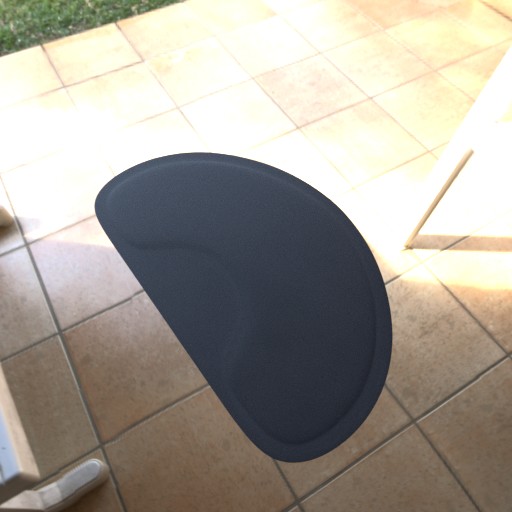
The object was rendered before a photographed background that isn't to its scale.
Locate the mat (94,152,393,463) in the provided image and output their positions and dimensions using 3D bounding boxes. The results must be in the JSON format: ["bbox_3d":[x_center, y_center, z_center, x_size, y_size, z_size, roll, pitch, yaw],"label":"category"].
[{"bbox_3d":[0.000,0.000,1.865,0.913,0.013,1.524,-32,64,-18],"label":"mat"}]
